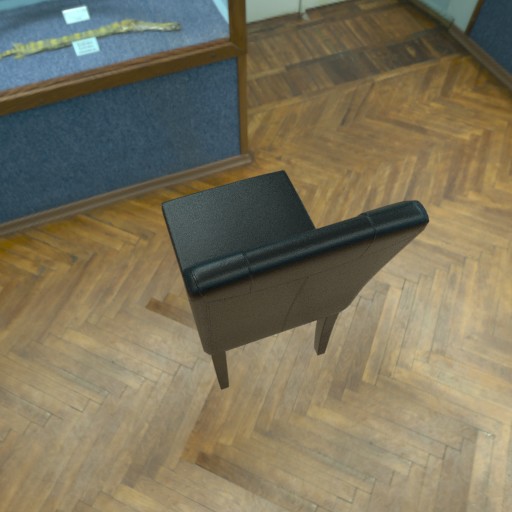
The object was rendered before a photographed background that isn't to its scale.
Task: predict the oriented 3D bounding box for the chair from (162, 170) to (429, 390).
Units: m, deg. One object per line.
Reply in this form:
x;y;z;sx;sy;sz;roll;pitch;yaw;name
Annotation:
0.000;0.000;1.156;0.399;0.897;0.556;-17;60;-10;chair
